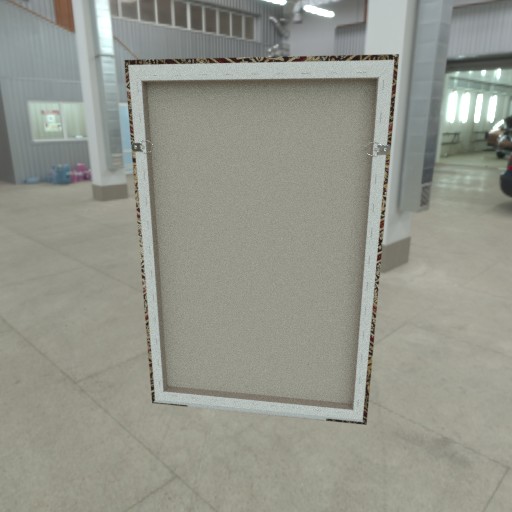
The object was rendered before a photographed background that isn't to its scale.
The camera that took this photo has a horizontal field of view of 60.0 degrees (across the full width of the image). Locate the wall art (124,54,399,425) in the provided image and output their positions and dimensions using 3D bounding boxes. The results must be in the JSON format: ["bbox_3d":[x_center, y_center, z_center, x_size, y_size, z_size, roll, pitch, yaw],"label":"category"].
[{"bbox_3d":[0.000,0.000,1.100,0.599,0.904,0.030,3,17,9],"label":"wall art"}]
